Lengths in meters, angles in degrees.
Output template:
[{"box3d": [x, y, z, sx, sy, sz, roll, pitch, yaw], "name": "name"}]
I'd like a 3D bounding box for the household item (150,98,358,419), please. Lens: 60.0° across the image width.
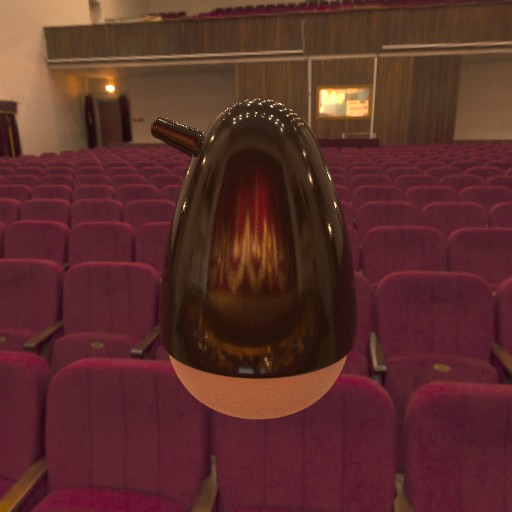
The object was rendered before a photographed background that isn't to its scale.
[{"box3d": [0.000, 0.000, 0.225, 0.104, 0.152, 0.102, 2, 14, 9], "name": "household item"}]
